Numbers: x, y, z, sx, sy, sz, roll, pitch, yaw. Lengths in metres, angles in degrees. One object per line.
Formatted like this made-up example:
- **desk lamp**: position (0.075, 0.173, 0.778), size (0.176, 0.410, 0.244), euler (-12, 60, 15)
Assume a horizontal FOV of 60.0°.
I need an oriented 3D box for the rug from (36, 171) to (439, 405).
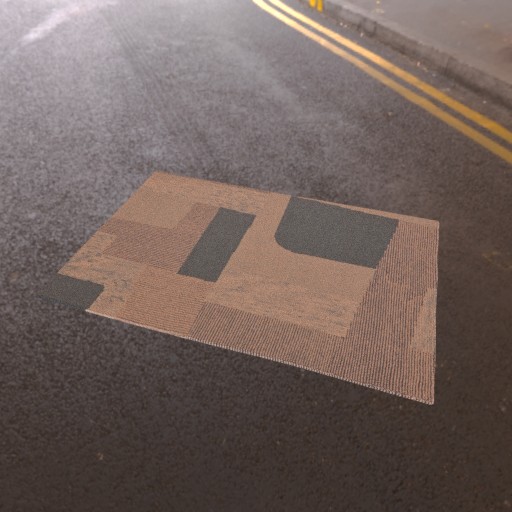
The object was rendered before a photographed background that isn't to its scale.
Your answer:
- **rug**: position (0.000, 0.000, 2.366), size (1.847, 0.020, 1.238), euler (12, 43, 14)
